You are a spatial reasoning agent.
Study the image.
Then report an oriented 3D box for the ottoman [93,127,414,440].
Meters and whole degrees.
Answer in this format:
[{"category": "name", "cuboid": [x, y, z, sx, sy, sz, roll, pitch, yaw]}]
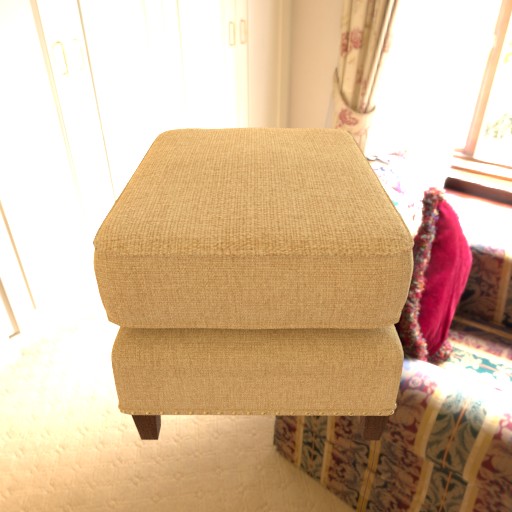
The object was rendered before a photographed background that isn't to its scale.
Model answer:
[{"category": "ottoman", "cuboid": [0.000, 0.000, 1.137, 0.589, 0.537, 0.738, 0, 32, 0]}]
